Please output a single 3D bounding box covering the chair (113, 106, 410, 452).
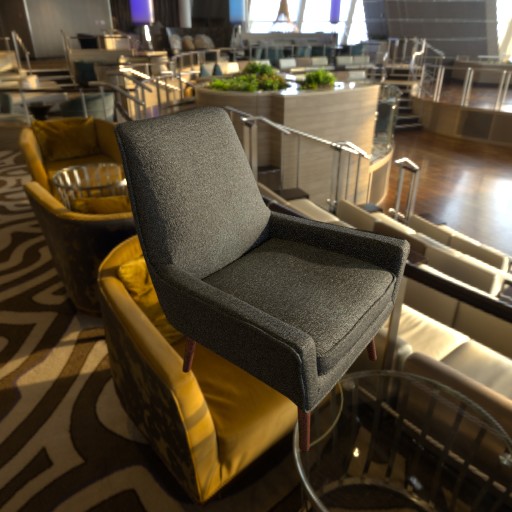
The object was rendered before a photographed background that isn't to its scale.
[{"bbox_3d":[0.000,0.000,1.537,0.859,0.883,0.763,19,33,32],"label":"chair"}]
